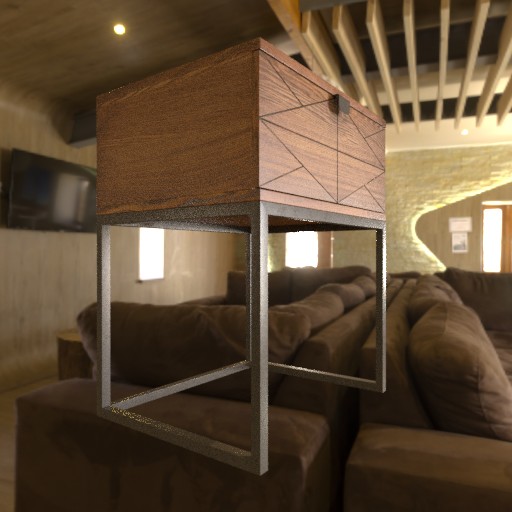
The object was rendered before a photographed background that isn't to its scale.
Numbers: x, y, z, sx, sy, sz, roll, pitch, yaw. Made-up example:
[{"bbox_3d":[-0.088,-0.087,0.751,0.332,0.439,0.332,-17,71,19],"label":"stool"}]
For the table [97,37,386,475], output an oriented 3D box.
[{"bbox_3d":[0.000,0.000,0.919,0.400,0.610,0.482,0,0,37],"label":"table"}]
